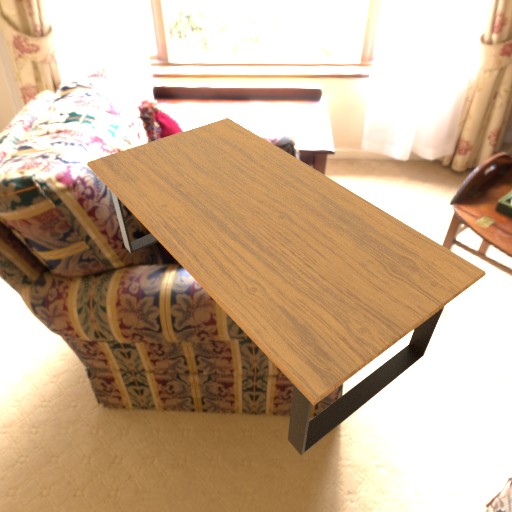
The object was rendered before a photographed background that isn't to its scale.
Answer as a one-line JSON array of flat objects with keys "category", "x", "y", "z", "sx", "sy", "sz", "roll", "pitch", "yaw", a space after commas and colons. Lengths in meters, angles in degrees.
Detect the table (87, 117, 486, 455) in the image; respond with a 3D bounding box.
[{"category": "table", "x": 0.000, "y": 0.000, "z": 1.686, "sx": 0.693, "sy": 0.445, "sz": 1.331, "roll": -27, "pitch": 48, "yaw": -27}]
